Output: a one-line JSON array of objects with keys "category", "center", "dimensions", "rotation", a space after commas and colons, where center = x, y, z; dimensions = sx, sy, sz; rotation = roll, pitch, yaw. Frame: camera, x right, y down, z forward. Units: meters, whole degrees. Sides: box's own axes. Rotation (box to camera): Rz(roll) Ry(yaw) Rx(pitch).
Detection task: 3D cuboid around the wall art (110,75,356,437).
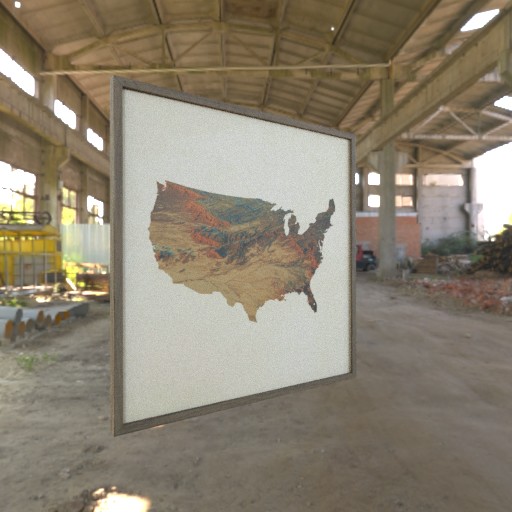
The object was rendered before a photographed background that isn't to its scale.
[{"category": "wall art", "center": [0.000, 0.000, 0.779], "dimensions": [0.508, 0.507, 0.016], "rotation": [0, 0, -37]}]
